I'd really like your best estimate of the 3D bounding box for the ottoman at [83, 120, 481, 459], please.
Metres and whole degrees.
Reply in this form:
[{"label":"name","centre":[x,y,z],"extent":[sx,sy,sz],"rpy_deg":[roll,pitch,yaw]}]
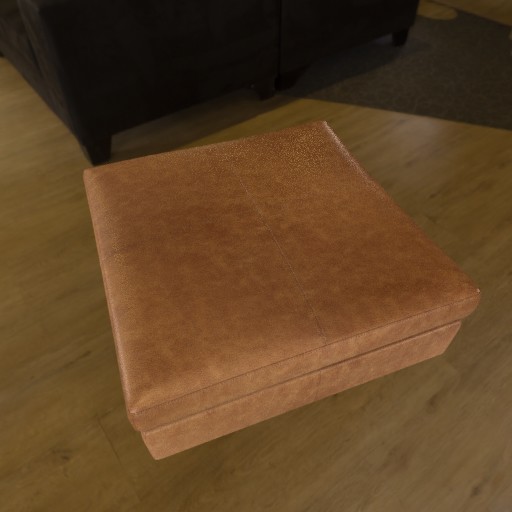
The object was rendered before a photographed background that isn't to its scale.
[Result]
[{"label":"ottoman","centre":[0.000,0.000,1.800],"extent":[1.168,0.483,1.169],"rpy_deg":[-15,49,-14]}]
